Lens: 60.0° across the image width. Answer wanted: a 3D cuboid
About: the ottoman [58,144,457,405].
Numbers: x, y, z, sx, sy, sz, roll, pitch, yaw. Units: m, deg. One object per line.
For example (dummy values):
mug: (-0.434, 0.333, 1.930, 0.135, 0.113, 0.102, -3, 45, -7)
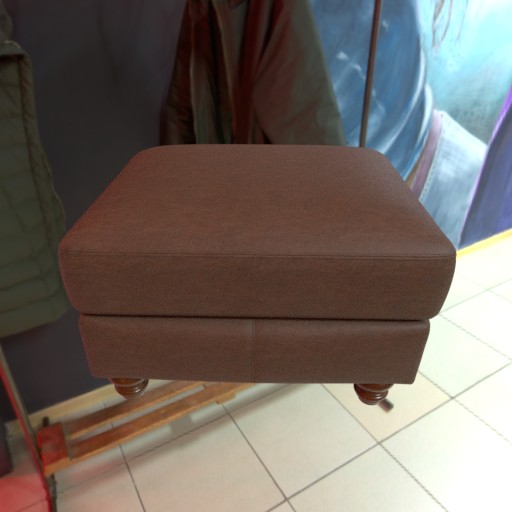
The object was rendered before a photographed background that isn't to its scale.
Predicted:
ottoman: (0.000, 0.000, 1.168, 0.787, 0.508, 0.635, 1, 30, 1)
